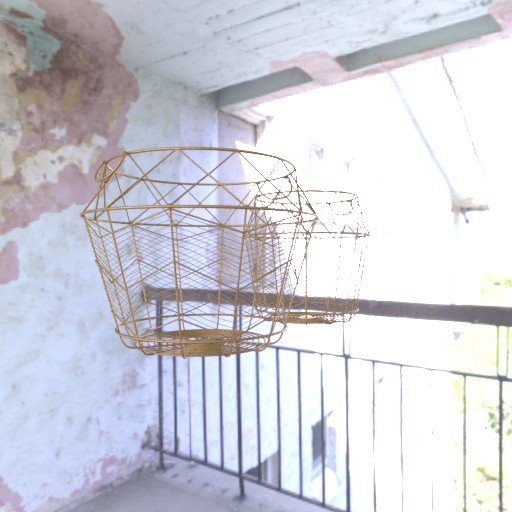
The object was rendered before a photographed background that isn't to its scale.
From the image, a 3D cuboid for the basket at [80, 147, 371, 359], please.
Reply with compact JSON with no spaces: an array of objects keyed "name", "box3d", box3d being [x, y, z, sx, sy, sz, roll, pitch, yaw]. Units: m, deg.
[{"name":"basket","box3d":[0.000,0.000,1.016,0.451,0.343,0.805,0,0,36]}]
